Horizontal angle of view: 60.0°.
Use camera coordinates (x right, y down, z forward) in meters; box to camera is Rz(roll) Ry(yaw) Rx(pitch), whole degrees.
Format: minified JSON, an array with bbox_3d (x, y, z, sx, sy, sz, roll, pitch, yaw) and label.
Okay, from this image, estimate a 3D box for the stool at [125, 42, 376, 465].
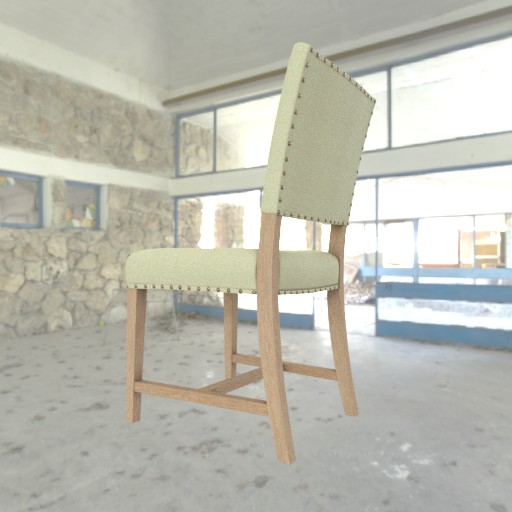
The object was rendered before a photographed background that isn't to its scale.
[{"bbox_3d":[0.000,0.000,1.355,0.623,0.986,0.508,0,-1,35],"label":"stool"}]
